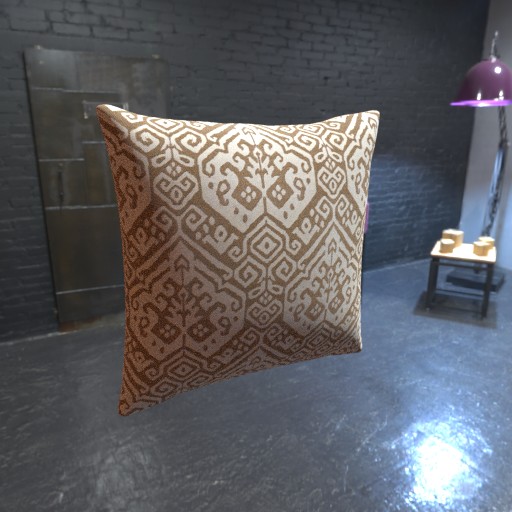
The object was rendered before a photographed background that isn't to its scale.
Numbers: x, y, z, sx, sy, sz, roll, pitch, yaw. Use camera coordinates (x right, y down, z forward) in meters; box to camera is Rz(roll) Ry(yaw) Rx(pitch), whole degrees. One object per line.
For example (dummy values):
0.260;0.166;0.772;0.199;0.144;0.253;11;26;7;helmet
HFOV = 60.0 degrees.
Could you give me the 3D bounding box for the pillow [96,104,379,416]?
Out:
0.000;0.000;0.641;0.419;0.407;0.173;-8;18;-26;pillow
